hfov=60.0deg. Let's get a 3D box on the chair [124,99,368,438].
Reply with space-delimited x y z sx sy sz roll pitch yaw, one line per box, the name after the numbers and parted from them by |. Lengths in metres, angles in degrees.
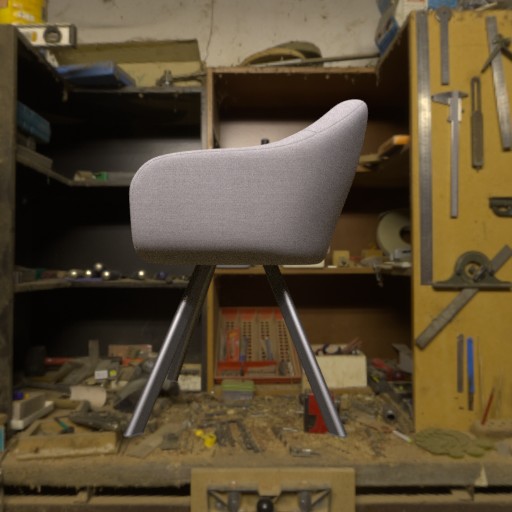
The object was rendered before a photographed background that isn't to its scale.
0.000 0.000 1.183 0.570 0.780 0.540 0 0 0 | chair
